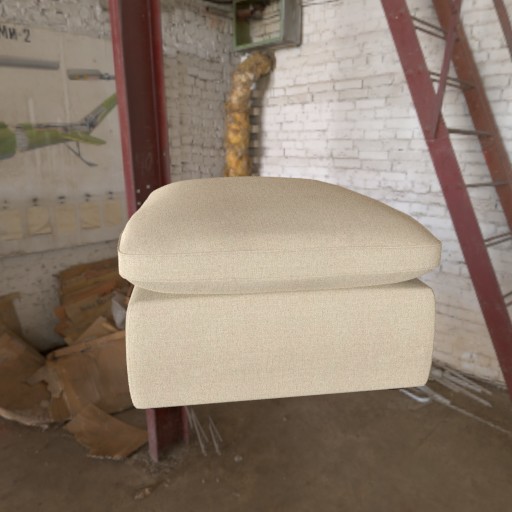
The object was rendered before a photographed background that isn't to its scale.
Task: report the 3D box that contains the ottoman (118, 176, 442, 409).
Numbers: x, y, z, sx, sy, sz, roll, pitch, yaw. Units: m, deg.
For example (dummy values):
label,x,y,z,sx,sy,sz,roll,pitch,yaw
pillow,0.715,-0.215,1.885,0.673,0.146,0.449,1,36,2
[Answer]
label,x,y,z,sx,sy,sz,roll,pitch,yaw
ottoman,0.000,0.000,1.354,0.686,0.453,0.984,-2,15,-8
